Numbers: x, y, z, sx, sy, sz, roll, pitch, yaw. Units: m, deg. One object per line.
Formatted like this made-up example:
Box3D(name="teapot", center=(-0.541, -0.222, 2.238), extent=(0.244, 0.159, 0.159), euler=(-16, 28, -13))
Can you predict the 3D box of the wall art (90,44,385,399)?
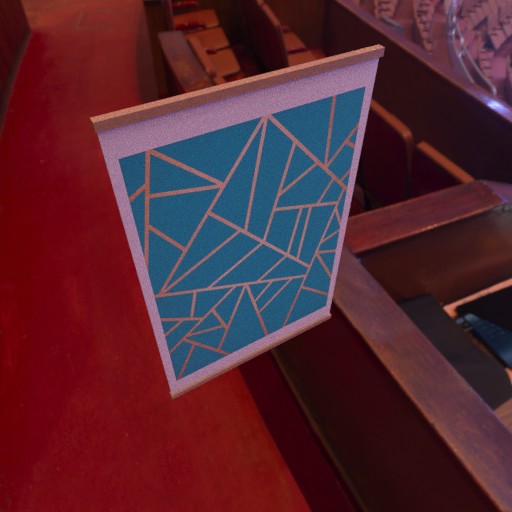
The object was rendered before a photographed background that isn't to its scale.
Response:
Box3D(name="wall art", center=(0.000, 0.000, 1.868), extent=(0.990, 1.519, 0.030), euler=(-23, 50, -21))
